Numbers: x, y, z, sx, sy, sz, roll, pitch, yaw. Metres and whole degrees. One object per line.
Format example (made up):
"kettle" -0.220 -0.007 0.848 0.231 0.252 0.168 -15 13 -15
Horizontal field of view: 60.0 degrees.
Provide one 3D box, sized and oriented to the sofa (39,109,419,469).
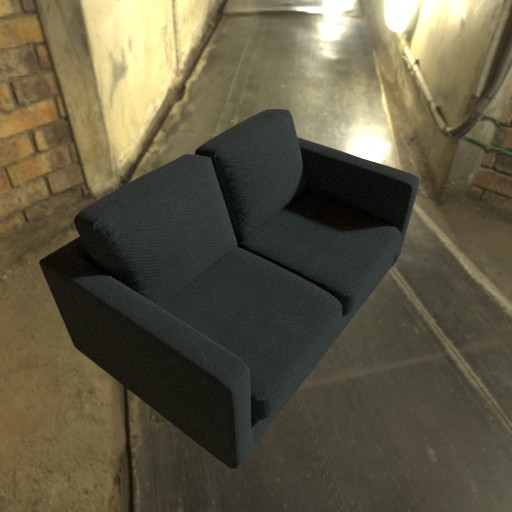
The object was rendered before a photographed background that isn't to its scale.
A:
"sofa" 0.000 0.000 2.118 0.999 0.930 1.518 26 47 27
